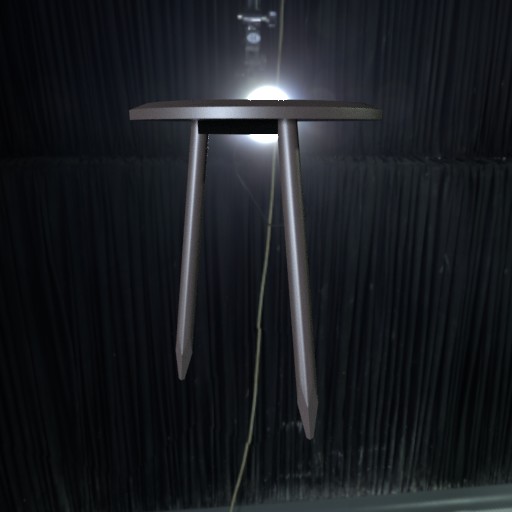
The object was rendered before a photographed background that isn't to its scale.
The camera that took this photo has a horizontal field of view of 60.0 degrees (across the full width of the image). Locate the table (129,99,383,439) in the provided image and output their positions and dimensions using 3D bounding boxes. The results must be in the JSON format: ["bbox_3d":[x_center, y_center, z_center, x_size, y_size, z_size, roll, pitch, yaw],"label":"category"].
[{"bbox_3d":[0.000,0.000,0.909,0.457,0.585,0.457,0,16,0],"label":"table"}]
